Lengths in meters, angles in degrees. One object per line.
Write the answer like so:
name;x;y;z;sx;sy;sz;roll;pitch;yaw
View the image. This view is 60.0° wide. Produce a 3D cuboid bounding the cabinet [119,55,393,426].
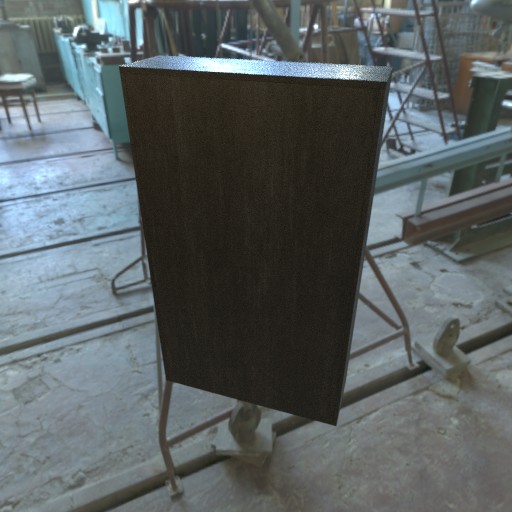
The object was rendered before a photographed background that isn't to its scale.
cabinet;0.000;0.000;1.608;0.750;1.280;0.250;10;33;16
